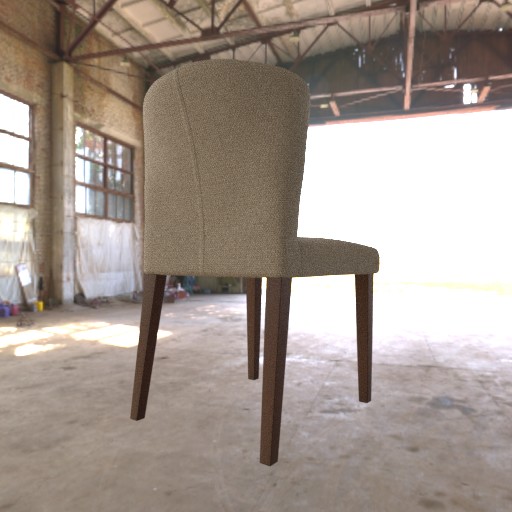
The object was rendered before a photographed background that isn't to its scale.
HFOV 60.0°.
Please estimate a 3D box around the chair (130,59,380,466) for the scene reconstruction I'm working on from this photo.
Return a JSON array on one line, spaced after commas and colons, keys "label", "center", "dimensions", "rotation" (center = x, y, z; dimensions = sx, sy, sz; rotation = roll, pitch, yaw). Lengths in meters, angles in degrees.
[{"label": "chair", "center": [0.000, 0.000, 1.207], "dimensions": [0.491, 0.839, 0.589], "rotation": [-1, -1, 37]}]
